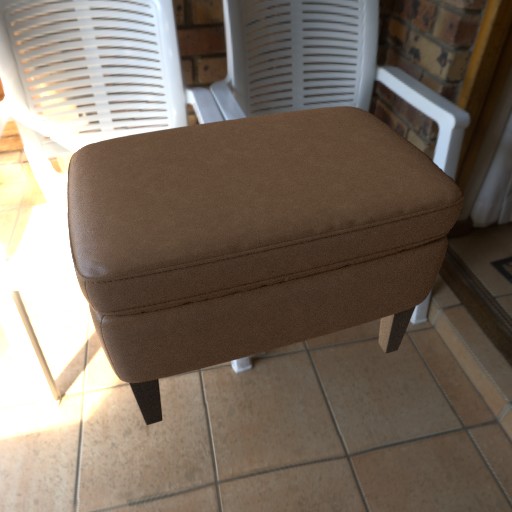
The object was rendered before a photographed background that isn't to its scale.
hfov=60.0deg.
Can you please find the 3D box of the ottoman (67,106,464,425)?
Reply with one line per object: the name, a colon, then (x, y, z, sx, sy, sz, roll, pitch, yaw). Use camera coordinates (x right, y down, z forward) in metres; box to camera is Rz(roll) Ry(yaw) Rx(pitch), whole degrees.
ottoman: (0.000, 0.000, 0.953, 0.670, 0.480, 0.420, -13, 43, -14)
